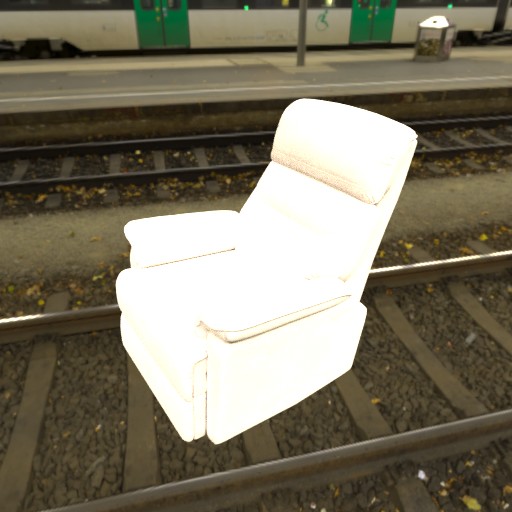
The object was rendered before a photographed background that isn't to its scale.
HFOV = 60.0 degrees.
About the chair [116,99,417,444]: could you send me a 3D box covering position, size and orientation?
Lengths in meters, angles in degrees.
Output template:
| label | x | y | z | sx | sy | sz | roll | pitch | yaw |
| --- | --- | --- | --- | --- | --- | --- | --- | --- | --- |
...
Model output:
| label | x | y | z | sx | sy | sz | roll | pitch | yaw |
| --- | --- | --- | --- | --- | --- | --- | --- | --- | --- |
| chair | 0.000 | 0.000 | 1.734 | 1.001 | 1.039 | 0.820 | -19 | 36 | -29 |
